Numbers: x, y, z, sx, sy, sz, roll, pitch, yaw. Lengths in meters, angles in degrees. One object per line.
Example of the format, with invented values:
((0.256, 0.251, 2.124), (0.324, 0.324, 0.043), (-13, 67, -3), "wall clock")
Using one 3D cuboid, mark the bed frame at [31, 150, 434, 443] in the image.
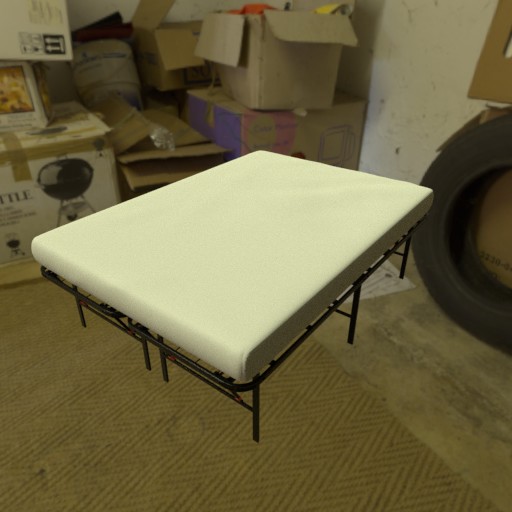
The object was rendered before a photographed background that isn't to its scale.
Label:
((0.000, 0.000, 2.588), (1.372, 0.637, 1.905), (21, 36, 32), "bed frame")
